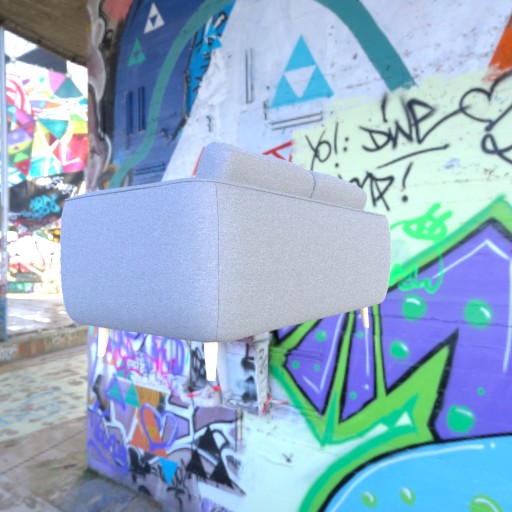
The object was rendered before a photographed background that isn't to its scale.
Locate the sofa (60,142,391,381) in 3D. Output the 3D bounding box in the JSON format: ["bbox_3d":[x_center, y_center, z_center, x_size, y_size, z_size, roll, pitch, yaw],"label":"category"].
[{"bbox_3d":[0.000,0.000,2.260,0.920,0.850,1.700,0,0,36],"label":"sofa"}]
